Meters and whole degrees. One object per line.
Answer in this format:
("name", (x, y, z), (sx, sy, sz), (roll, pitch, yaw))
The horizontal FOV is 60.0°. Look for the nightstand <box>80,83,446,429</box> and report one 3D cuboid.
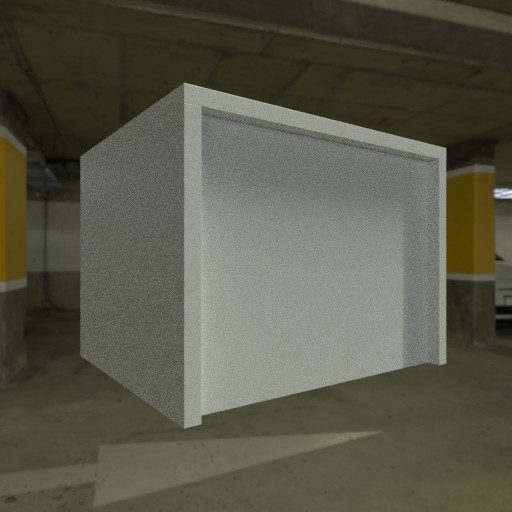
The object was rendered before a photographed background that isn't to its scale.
("nightstand", (0.000, 0.000, 0.751), (0.470, 0.351, 0.408), (0, 0, -35))
